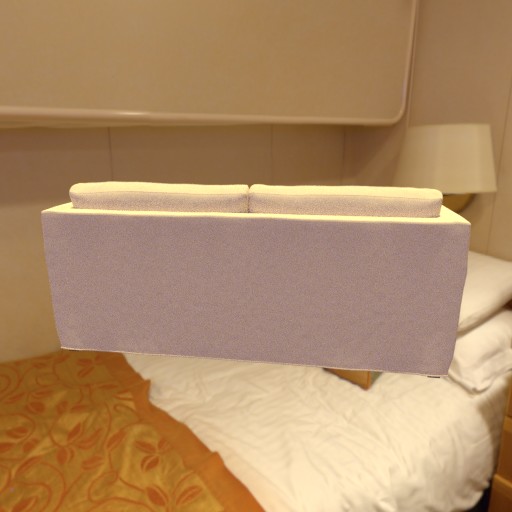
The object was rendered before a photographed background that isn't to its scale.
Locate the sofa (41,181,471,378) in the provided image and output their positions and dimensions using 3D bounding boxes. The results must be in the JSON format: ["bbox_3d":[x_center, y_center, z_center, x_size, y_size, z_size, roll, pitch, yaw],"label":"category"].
[{"bbox_3d":[0.000,0.000,2.487,1.987,0.870,0.940,2,16,8],"label":"sofa"}]
